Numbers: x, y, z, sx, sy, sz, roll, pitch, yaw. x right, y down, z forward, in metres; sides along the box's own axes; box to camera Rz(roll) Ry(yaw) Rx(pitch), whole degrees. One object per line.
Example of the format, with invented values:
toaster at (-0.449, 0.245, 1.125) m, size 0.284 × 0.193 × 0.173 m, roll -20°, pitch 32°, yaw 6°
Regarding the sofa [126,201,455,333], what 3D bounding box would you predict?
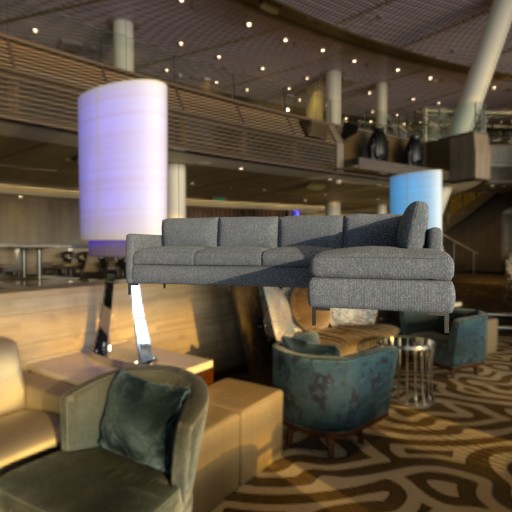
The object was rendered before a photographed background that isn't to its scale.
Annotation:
sofa at (0.000, 0.000, 3.831) m, size 2.949 × 0.815 × 2.007 m, roll 0°, pitch 1°, yaw 17°
